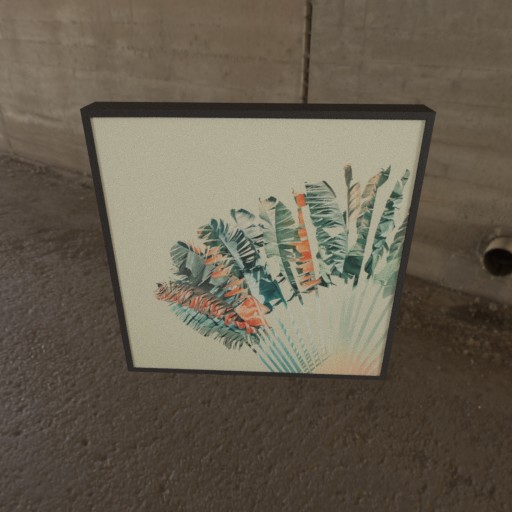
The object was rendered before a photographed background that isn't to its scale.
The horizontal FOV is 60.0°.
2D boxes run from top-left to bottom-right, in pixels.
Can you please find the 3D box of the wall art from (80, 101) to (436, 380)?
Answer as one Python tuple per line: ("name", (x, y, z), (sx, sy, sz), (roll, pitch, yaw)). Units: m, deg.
("wall art", (0.000, 0.000, 0.463), (0.302, 0.300, 0.036), (1, 29, 2))
